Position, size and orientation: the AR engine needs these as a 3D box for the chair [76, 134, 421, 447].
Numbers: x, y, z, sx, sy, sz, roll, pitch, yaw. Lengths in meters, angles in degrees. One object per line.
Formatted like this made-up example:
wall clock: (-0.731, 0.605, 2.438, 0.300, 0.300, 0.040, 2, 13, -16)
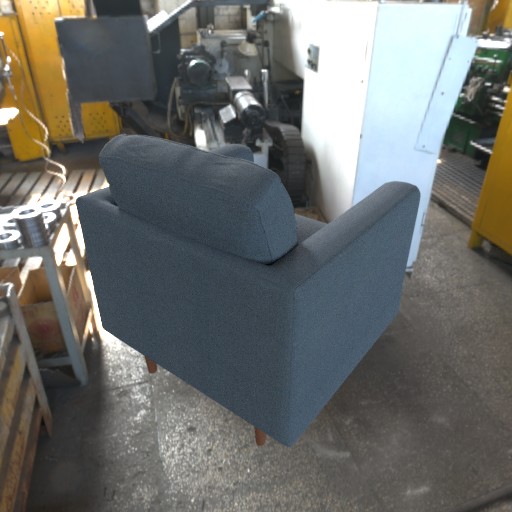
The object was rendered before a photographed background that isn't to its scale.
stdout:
chair: (0.000, 0.000, 1.569, 0.855, 0.922, 0.820, 21, 37, 31)
